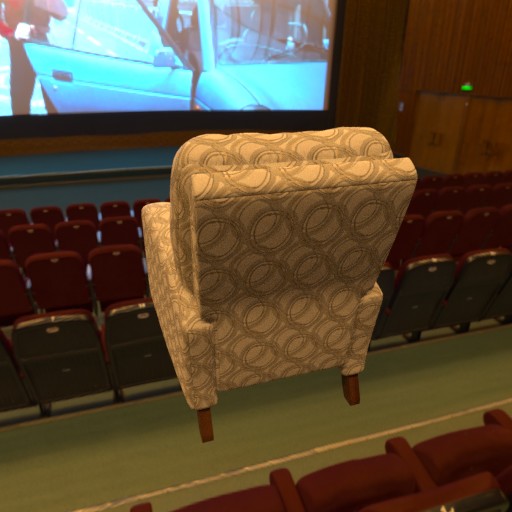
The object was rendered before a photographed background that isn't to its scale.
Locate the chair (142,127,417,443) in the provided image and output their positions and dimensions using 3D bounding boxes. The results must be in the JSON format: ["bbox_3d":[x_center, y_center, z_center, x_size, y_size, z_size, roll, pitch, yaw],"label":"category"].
[{"bbox_3d":[0.000,0.000,1.750,0.796,1.065,0.995,-8,26,-16],"label":"chair"}]
